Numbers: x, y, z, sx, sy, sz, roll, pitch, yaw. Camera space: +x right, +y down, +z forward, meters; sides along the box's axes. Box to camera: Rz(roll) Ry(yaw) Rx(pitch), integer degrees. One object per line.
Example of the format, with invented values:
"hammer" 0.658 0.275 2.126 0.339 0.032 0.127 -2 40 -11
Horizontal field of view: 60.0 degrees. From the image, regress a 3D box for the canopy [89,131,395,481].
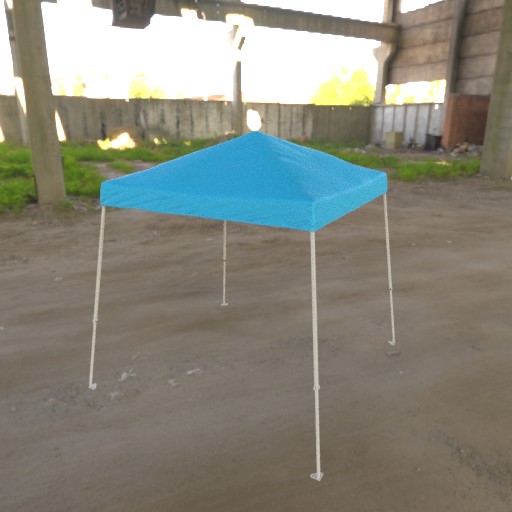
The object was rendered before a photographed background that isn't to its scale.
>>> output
"canopy" 0.000 0.000 6.617 3.600 3.600 3.599 9 19 28
